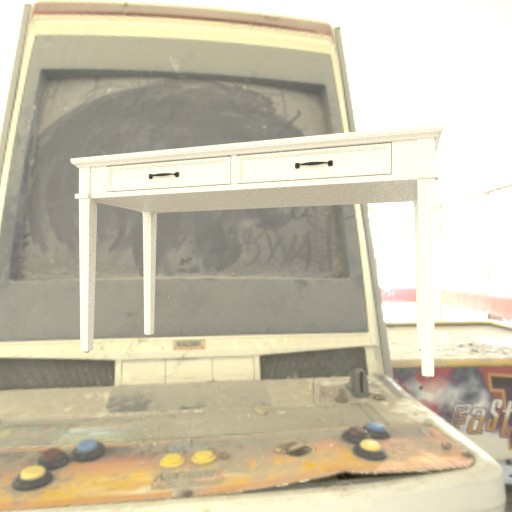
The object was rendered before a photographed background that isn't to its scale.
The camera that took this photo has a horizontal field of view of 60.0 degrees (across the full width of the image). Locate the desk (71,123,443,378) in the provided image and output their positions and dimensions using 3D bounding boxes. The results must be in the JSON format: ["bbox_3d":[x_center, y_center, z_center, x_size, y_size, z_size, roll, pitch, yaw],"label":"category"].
[{"bbox_3d":[0.000,0.000,1.805,1.372,0.774,0.559,0,-2,18],"label":"desk"}]
